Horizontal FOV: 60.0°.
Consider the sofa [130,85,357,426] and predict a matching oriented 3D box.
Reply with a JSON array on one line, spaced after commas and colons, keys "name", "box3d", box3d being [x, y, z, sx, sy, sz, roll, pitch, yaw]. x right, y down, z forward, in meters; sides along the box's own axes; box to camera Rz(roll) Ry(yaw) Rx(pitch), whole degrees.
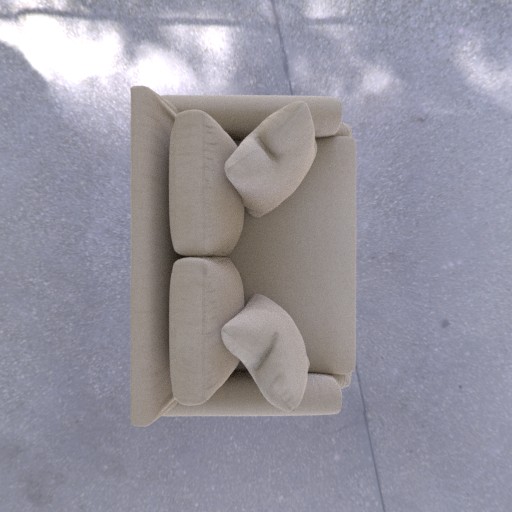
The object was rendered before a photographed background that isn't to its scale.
[{"name": "sofa", "box3d": [0.000, 0.000, 2.204, 1.070, 0.905, 1.550, 0, 91, 0]}]
